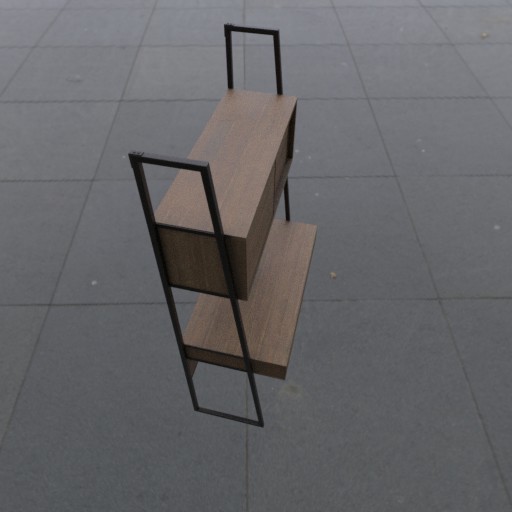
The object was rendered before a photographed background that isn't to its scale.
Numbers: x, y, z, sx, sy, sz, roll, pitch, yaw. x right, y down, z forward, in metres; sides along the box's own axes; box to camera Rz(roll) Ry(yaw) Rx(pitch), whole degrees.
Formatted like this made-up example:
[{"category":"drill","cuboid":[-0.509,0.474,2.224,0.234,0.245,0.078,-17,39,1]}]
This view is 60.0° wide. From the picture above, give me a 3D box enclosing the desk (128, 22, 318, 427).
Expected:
[{"category":"desk","cuboid":[0.000,0.000,2.215,0.515,1.809,0.982,10,49,9]}]
